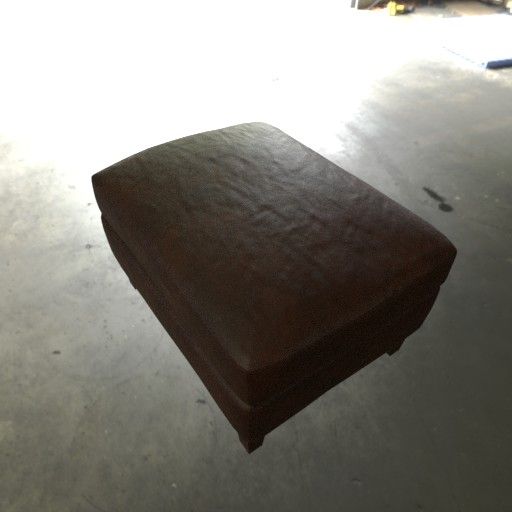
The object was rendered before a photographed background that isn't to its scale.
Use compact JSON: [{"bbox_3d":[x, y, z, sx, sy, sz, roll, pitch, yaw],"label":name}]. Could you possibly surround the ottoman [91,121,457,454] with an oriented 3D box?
[{"bbox_3d":[0.000,0.000,1.319,0.659,0.527,0.887,-25,48,-25],"label":"ottoman"}]
